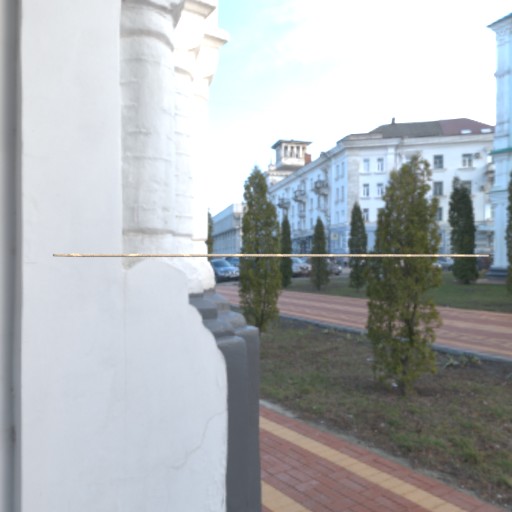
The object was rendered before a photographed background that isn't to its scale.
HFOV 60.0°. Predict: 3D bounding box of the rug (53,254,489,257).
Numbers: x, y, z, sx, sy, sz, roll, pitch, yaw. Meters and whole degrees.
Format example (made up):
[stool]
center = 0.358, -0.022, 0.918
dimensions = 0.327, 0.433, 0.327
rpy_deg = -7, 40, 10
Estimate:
[rug]
center = 0.000, 0.000, 2.662
dimensions = 2.080, 0.010, 1.451
rpy_deg = 0, 0, -19
